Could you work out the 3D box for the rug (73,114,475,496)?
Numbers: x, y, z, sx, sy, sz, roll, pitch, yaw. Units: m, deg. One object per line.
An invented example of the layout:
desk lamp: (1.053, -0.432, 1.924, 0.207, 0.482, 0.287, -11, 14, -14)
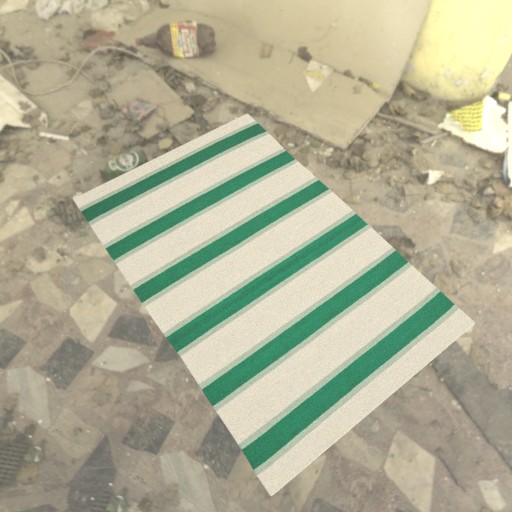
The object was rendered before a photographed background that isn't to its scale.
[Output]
rug: (0.000, 0.000, 2.286, 1.210, 0.012, 1.829, -32, 63, -19)
